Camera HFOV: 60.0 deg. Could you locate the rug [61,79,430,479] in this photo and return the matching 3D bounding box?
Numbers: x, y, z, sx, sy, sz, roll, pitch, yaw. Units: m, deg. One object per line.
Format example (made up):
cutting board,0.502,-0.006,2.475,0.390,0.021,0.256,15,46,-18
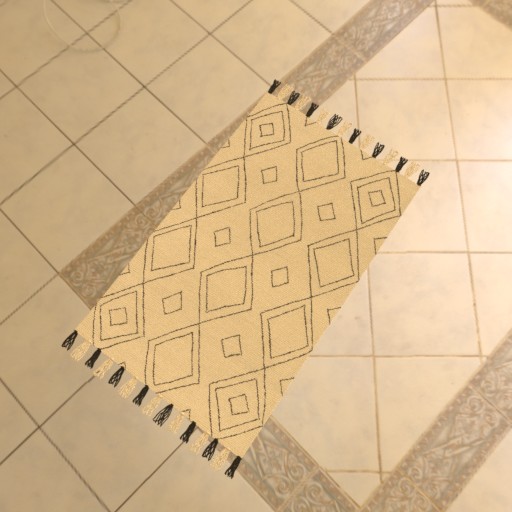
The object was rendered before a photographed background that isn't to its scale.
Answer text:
rug,0.000,0.000,3.358,1.524,0.021,2.755,34,78,8
